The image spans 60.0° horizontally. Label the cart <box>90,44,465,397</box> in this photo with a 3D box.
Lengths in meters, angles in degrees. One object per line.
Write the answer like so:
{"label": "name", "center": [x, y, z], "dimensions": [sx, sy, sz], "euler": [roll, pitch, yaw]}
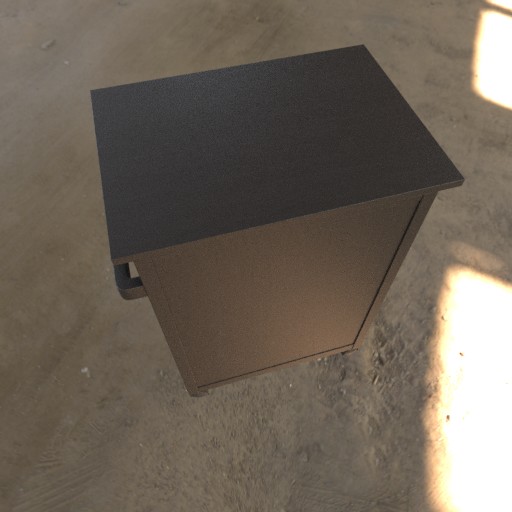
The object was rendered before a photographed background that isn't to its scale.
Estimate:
{"label": "cart", "center": [0.000, 0.000, 1.241], "dimensions": [0.660, 0.879, 0.456], "euler": [-13, 57, -9]}
